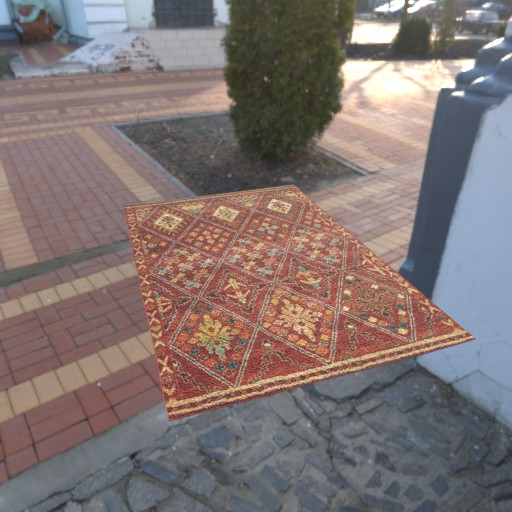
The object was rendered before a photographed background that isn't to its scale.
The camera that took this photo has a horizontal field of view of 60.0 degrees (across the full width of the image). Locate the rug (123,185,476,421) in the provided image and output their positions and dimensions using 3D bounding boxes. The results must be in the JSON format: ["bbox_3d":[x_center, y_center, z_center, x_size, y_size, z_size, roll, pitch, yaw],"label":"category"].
[{"bbox_3d":[0.000,0.000,2.907,1.521,0.026,2.286,-10,31,-16],"label":"rug"}]
